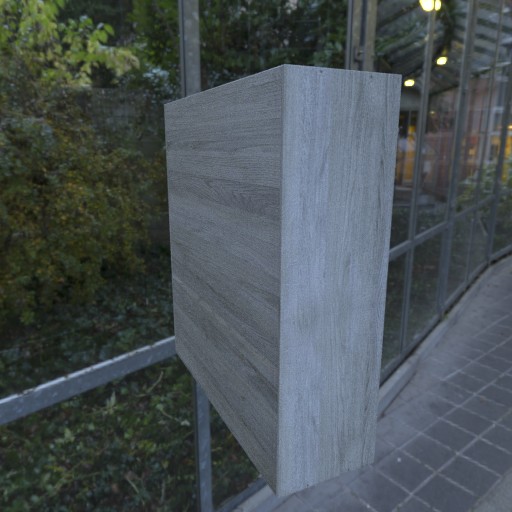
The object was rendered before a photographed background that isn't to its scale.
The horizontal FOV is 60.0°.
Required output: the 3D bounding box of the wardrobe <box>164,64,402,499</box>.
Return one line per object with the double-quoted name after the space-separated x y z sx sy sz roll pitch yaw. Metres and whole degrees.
0.000 0.000 2.816 0.629 1.960 1.780 -7 15 -25 "wardrobe"
